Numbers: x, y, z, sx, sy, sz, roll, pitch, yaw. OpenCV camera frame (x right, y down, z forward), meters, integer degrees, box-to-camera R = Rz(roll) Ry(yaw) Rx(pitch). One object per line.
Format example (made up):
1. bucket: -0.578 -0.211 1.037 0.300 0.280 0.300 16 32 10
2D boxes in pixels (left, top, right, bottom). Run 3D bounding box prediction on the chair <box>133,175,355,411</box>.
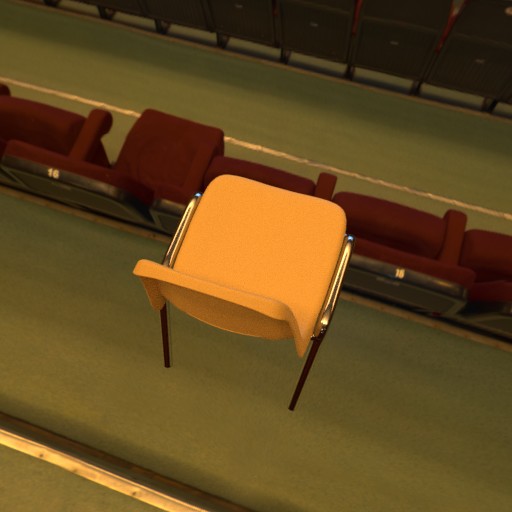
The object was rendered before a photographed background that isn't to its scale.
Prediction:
1. chair: 0.000 0.000 0.858 0.354 0.586 0.423 17 65 8
